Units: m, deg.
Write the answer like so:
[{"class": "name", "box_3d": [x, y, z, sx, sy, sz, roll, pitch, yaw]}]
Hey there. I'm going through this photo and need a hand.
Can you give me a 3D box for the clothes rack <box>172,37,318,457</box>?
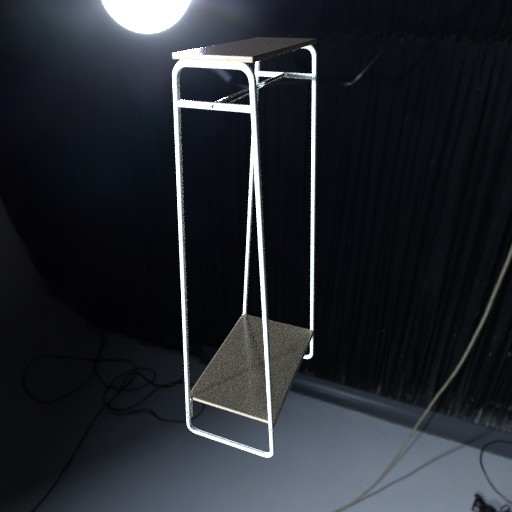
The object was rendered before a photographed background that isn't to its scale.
[{"class": "clothes rack", "box_3d": [0.000, 0.000, 1.753, 0.400, 1.512, 0.640, 11, 32, 18]}]
